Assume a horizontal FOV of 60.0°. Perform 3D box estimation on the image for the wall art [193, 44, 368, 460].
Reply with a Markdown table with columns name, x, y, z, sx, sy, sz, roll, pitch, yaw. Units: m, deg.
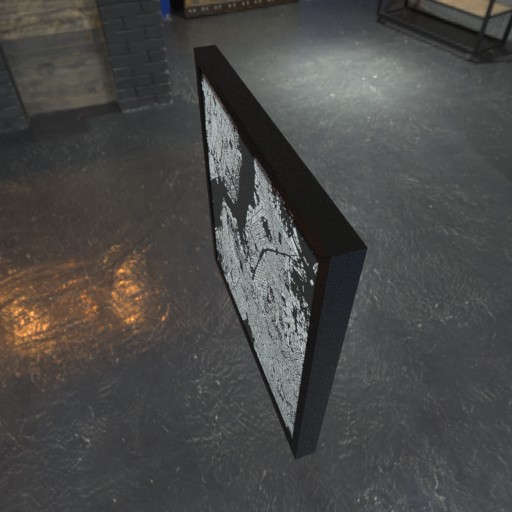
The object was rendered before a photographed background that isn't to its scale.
| name | x | y | z | sx | sy | sz | roll | pitch | yaw |
| --- | --- | --- | --- | --- | --- | --- | --- | --- | --- |
| wall art | 0.000 | 0.000 | 0.751 | 0.038 | 0.506 | 0.506 | -14 | 48 | -13 |
